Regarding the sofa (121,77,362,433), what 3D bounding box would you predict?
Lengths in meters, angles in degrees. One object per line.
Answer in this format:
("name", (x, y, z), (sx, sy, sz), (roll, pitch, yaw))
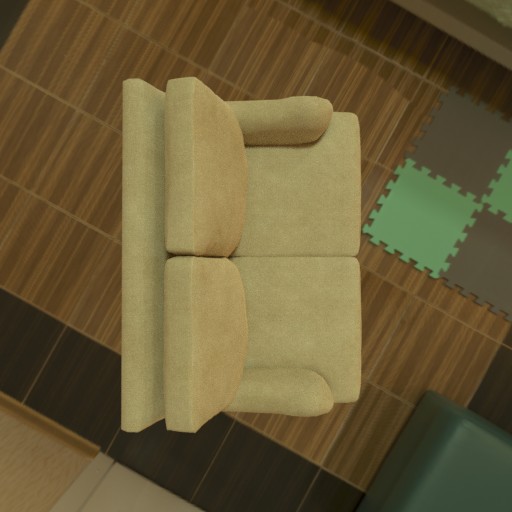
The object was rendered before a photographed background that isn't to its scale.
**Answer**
("sofa", (0.000, 0.000, 2.229), (1.086, 1.087, 1.498), (0, 89, 0))
